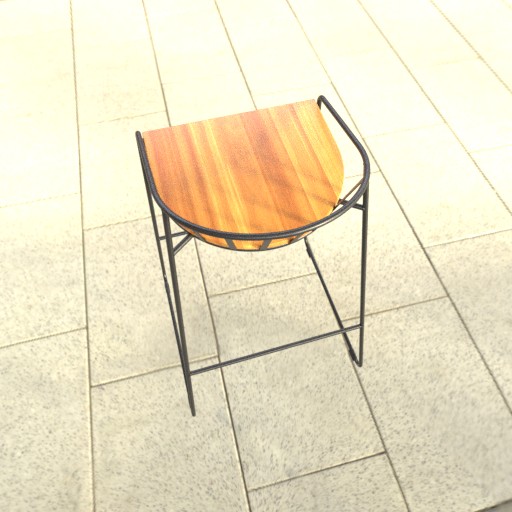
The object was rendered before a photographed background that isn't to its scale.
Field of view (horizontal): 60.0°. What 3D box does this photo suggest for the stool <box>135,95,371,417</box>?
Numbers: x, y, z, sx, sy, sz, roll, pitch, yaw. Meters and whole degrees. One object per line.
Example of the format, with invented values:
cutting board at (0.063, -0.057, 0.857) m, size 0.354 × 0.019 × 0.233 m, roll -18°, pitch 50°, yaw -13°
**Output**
stool at (0.000, 0.000, 1.160) m, size 0.546 × 0.812 × 0.521 m, roll -14°, pitch 59°, yaw -9°
